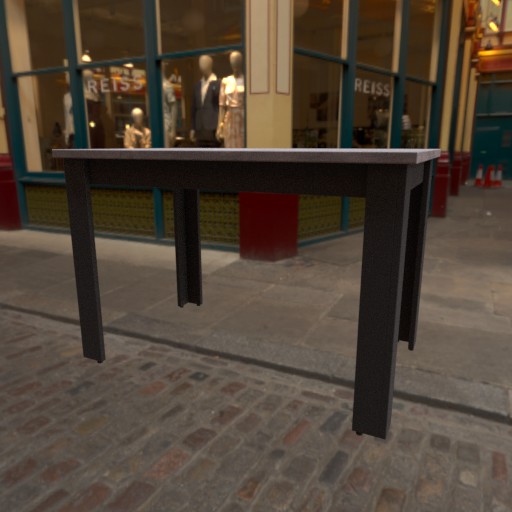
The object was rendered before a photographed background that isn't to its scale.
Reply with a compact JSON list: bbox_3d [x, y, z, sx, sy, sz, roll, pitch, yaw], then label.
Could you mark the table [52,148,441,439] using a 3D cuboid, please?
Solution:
[{"bbox_3d":[0.000,0.000,1.567,1.100,0.734,0.700,7,16,25],"label":"table"}]
